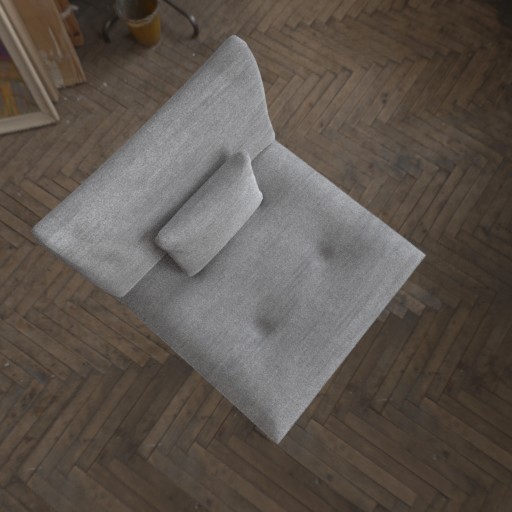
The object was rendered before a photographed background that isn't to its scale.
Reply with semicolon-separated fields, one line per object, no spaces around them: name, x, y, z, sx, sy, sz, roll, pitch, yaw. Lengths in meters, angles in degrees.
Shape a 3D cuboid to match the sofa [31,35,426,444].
sofa;0.000;0.000;1.662;1.000;0.820;0.930;40;79;9
